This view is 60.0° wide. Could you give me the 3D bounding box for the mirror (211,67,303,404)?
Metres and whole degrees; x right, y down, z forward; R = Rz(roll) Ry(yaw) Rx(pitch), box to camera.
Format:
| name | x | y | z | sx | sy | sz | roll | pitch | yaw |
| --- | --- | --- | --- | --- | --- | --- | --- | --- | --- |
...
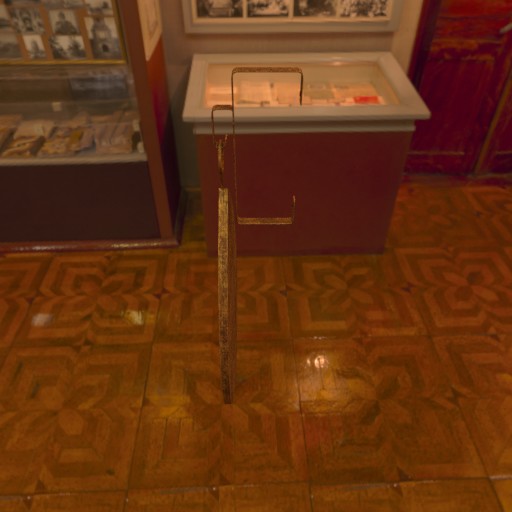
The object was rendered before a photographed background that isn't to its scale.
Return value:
| name | x | y | z | sx | sy | sz | roll | pitch | yaw |
| --- | --- | --- | --- | --- | --- | --- | --- | --- | --- |
| mirror | 0.000 | 0.000 | 0.914 | 0.144 | 0.744 | 0.405 | 0 | 41 | 0 |
